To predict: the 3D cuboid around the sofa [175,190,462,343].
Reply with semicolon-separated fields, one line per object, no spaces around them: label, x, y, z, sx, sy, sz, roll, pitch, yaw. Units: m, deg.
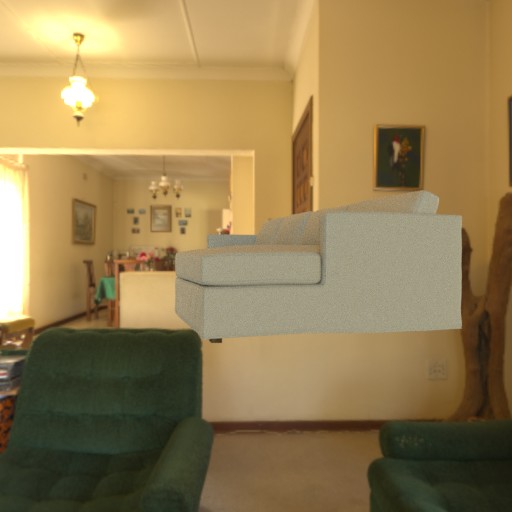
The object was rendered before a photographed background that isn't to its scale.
sofa;0.000;0.000;3.936;1.622;0.867;3.177;0;0;-18
